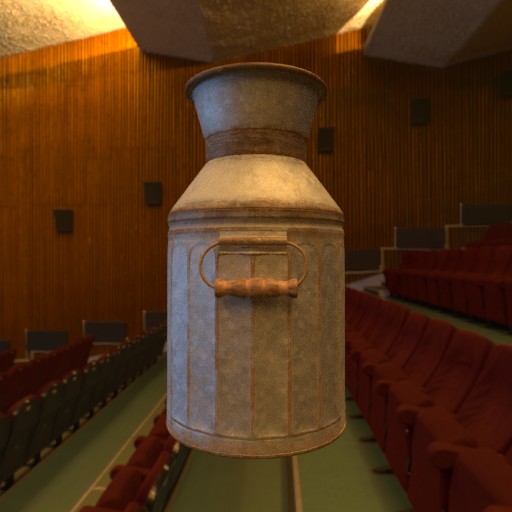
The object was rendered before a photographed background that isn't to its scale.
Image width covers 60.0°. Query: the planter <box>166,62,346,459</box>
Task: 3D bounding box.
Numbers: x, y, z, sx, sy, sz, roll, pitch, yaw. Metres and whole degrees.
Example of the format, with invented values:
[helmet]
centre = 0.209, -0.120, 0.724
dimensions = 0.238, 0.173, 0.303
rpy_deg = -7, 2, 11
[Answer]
[planter]
centre = 0.000, 0.000, 0.536
dimensions = 0.214, 0.396, 0.245
rpy_deg = 0, 0, 2
